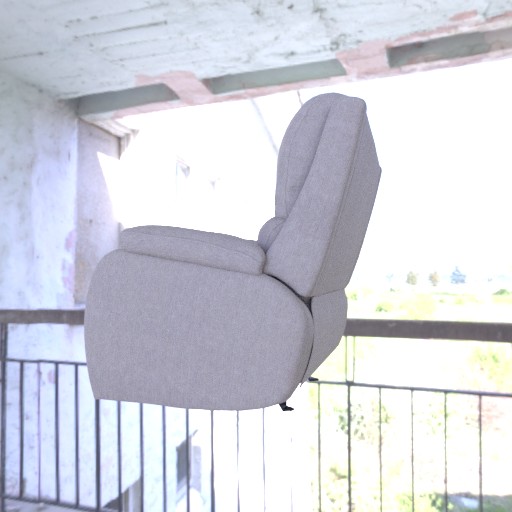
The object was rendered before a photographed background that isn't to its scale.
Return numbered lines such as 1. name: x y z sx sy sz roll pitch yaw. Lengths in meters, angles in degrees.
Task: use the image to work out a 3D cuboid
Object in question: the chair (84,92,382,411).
1. chair: 0.000 0.000 1.700 0.899 1.011 0.930 -1 -2 19
